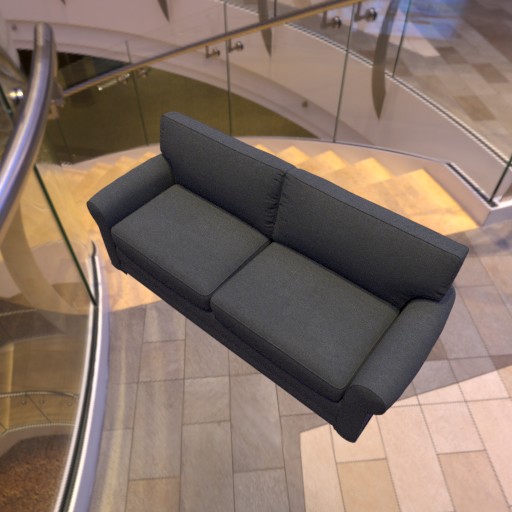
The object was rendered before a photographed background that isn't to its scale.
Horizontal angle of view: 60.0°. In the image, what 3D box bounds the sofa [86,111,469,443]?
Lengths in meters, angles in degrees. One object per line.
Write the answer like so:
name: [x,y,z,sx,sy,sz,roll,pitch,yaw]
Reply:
sofa: [0.000,0.000,2.911,2.391,1.026,0.954,31,54,25]
